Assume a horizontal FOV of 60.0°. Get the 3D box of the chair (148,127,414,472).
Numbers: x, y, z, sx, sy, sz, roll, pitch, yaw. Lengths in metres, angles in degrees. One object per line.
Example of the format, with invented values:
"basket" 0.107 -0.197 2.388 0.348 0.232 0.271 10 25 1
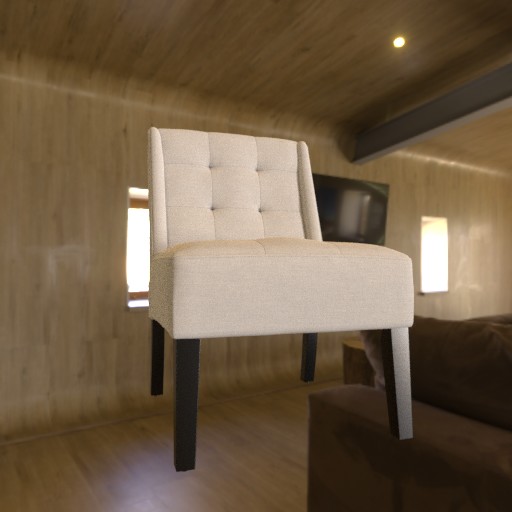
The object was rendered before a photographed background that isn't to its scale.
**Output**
"chair" 0.000 0.000 1.247 0.569 0.853 0.676 0 -1 -18
